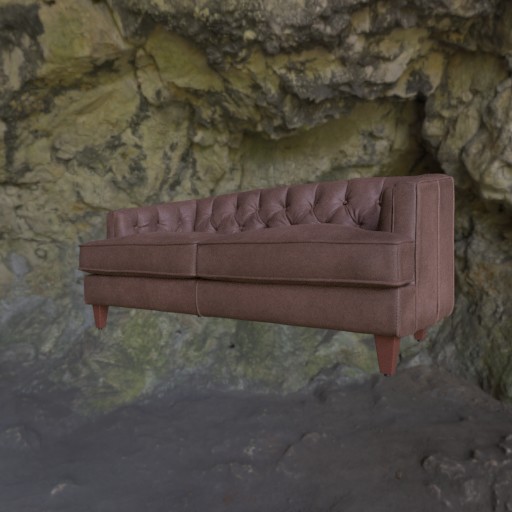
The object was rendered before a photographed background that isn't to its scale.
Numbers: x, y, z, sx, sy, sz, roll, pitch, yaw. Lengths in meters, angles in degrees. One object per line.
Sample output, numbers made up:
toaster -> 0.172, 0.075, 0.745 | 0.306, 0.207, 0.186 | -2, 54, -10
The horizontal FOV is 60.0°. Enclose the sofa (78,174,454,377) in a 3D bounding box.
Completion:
sofa -> 0.000, 0.000, 2.220 | 1.767, 0.799, 0.917 | 0, 0, 36
